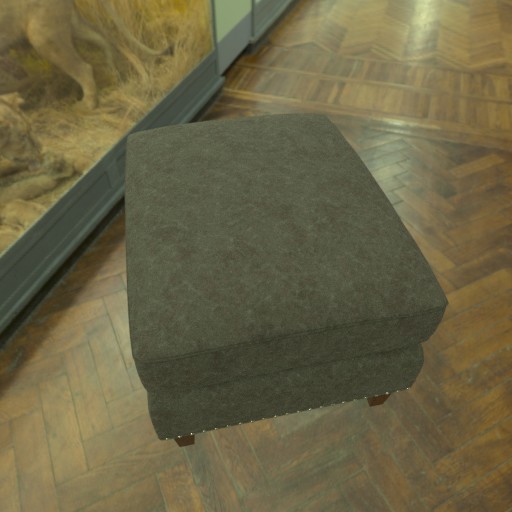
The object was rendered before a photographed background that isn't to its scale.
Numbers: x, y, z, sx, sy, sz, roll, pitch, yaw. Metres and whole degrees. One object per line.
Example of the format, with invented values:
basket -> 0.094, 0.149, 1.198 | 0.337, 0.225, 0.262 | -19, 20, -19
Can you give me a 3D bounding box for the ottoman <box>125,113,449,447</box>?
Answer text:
ottoman -> 0.000, 0.000, 1.131 | 0.584, 0.513, 0.741 | -9, 46, -8
